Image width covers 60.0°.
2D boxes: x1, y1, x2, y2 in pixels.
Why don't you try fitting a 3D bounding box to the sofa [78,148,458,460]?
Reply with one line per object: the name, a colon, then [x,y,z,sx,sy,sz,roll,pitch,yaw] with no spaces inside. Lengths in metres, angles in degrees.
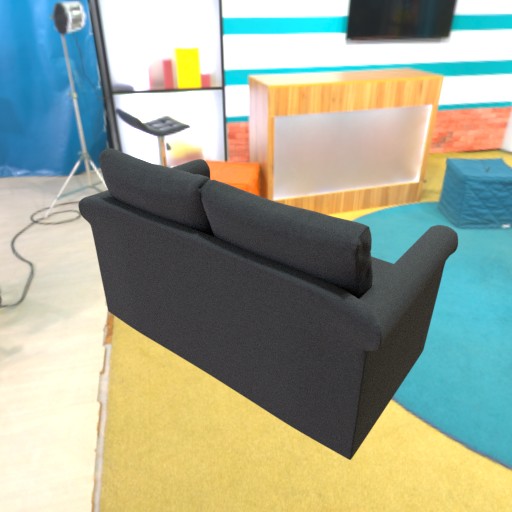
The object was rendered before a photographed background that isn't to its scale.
sofa: [0.000,0.000,1.947,1.460,0.872,0.741,21,36,32]
